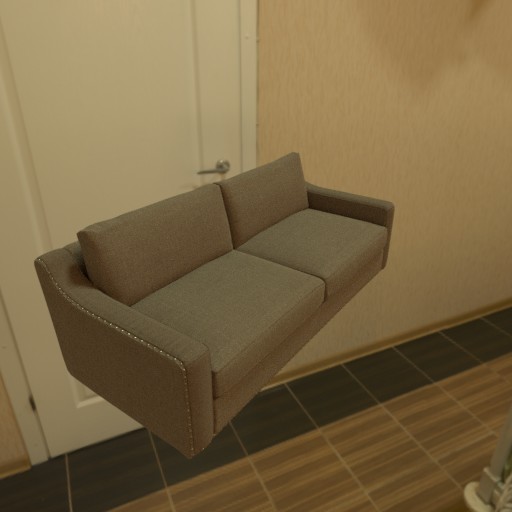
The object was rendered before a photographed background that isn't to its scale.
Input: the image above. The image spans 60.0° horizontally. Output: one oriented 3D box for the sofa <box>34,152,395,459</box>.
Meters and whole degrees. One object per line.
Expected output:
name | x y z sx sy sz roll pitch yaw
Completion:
sofa | 0.000 0.000 2.738 1.000 0.857 2.208 18 32 32
